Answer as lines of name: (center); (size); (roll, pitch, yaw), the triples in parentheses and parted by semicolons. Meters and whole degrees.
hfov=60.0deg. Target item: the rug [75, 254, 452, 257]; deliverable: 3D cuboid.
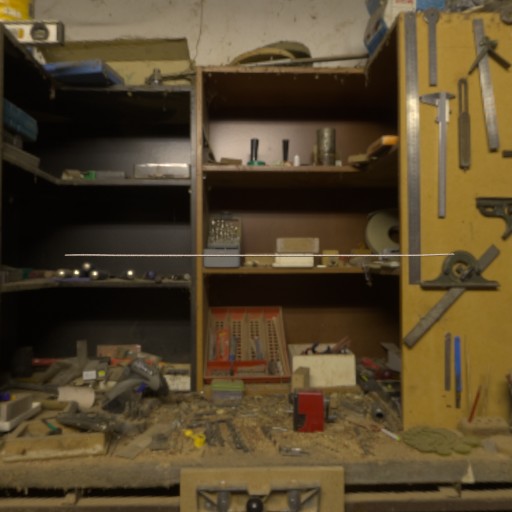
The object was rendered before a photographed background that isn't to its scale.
rug: (0.000, 0.000, 2.288); (1.223, 0.008, 1.813); (0, 0, -1)
